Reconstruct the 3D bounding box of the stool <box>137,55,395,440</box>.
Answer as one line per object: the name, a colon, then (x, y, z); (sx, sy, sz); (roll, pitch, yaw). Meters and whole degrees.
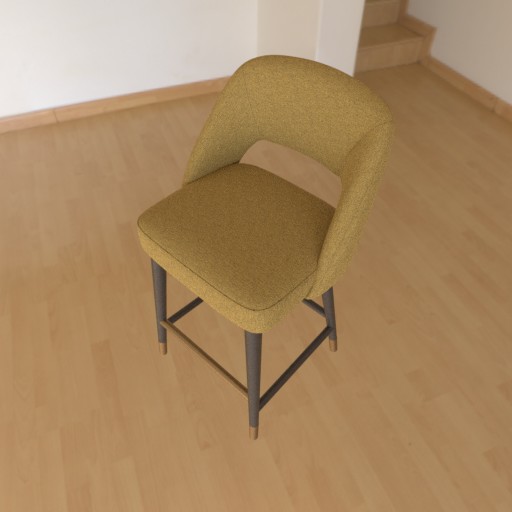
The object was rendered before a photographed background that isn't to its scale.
stool: (0.000, 0.000, 1.265); (0.536, 0.939, 0.522); (34, 55, 28)
